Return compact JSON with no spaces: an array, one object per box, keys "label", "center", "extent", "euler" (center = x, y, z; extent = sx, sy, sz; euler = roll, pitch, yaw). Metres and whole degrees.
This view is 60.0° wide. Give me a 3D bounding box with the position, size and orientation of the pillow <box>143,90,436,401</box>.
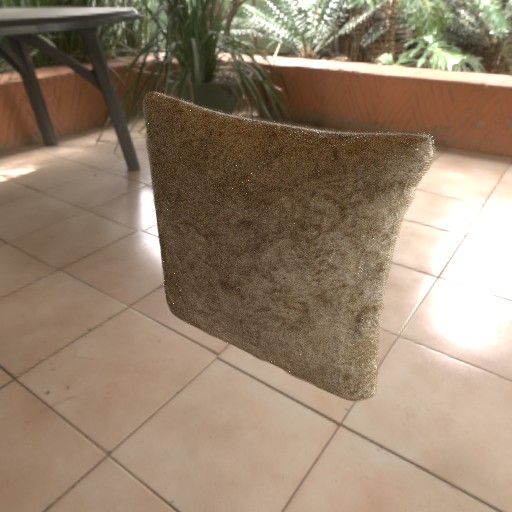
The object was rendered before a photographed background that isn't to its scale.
[{"label":"pillow","center":[0.000,0.000,0.815],"extent":[0.538,0.525,0.216],"euler":[20,36,29]}]
